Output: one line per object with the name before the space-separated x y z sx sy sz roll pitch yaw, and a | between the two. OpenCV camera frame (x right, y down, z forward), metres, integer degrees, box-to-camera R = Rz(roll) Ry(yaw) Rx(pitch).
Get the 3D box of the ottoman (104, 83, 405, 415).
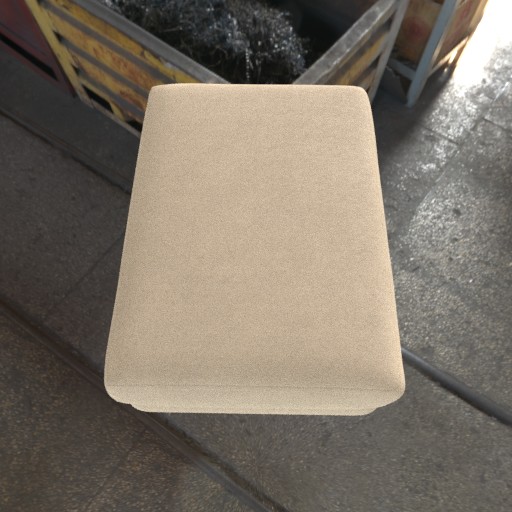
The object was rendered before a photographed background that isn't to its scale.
ottoman | 0.000 0.000 1.134 0.569 0.504 0.773 1 65 0
